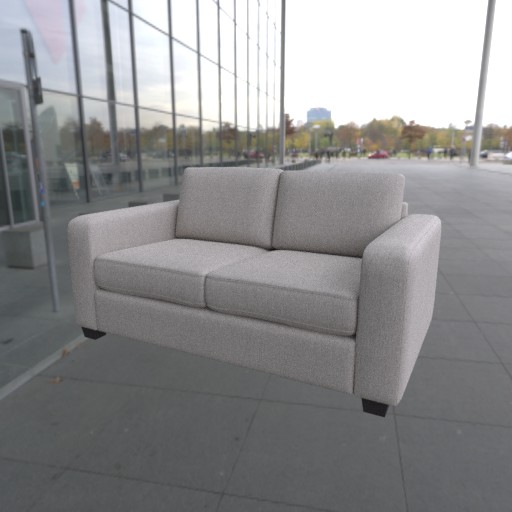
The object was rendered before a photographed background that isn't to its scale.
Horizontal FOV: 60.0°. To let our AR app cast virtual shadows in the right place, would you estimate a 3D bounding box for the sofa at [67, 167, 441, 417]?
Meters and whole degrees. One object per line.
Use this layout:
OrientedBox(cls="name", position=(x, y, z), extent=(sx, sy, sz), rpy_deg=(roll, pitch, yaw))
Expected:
OrientedBox(cls="sofa", position=(0.000, 0.000, 2.104), extent=(1.540, 0.800, 0.900), rpy_deg=(7, 15, 27))
